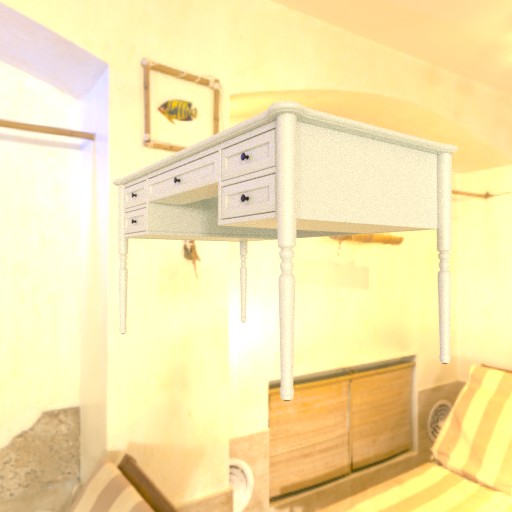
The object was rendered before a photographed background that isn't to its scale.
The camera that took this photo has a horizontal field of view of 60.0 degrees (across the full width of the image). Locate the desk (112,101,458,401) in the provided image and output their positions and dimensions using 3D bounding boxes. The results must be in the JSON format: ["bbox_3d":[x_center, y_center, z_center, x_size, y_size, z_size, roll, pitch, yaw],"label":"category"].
[{"bbox_3d":[0.000,0.000,1.871,0.807,0.762,1.380,0,-1,-35],"label":"desk"}]
